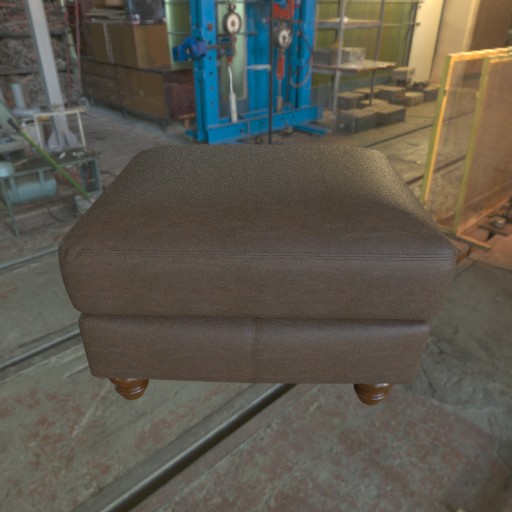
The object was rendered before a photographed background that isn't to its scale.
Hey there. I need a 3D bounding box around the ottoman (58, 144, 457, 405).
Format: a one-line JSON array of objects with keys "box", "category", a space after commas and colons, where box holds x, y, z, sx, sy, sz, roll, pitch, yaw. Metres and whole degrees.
[{"box": [0.000, 0.000, 1.168, 0.787, 0.508, 0.635, 1, 30, 1], "category": "ottoman"}]
